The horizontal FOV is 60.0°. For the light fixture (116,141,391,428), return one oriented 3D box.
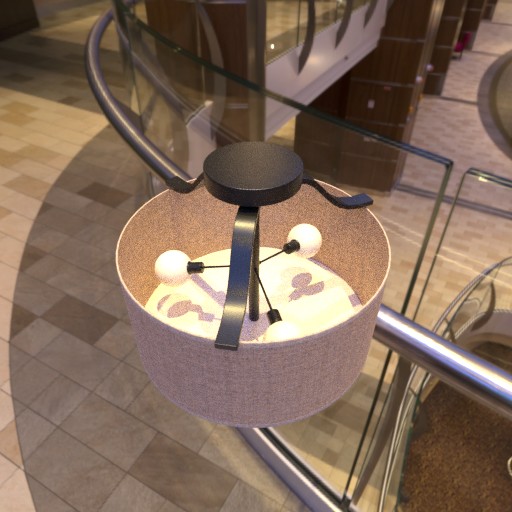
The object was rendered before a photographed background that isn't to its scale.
[{"bbox_3d":[0.000,0.000,0.655,0.390,0.306,0.390,0,40,0],"label":"light fixture"}]
